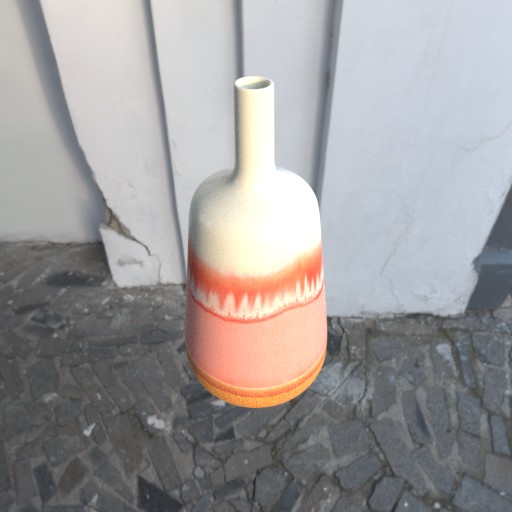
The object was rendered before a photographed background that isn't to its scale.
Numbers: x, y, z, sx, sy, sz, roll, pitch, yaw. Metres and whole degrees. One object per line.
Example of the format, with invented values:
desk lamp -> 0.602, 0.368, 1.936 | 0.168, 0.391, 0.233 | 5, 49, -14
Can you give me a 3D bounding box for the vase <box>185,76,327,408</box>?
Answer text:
vase -> 0.000, 0.000, 0.383 | 0.144, 0.296, 0.144 | 0, 41, 0
